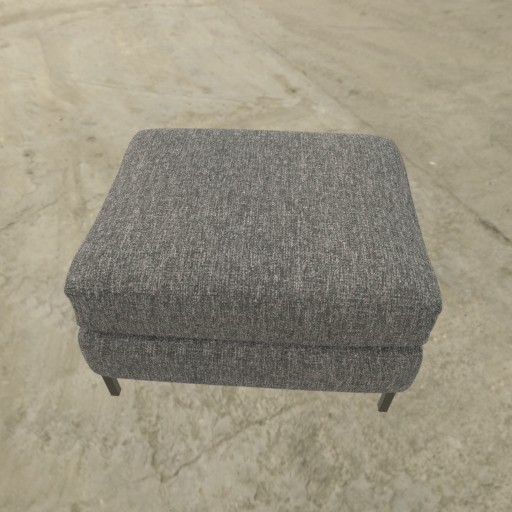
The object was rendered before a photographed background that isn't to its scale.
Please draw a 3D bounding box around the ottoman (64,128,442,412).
[{"bbox_3d":[0.000,0.000,1.209,0.828,0.480,0.683,3,46,3],"label":"ottoman"}]
